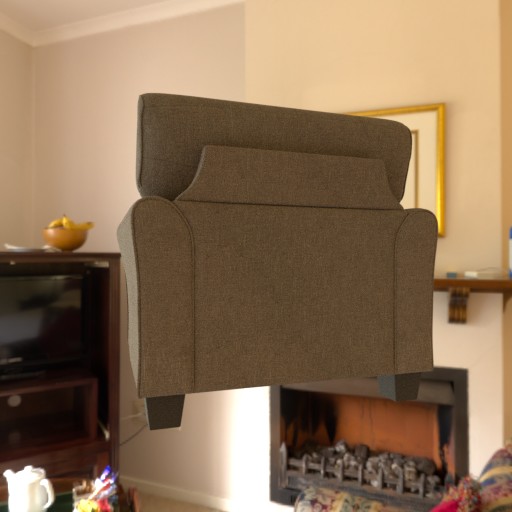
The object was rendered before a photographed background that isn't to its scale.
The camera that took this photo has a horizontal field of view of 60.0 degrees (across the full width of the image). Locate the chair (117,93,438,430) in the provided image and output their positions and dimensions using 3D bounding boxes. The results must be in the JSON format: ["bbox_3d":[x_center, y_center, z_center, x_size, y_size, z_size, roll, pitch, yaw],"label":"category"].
[{"bbox_3d":[0.000,0.000,1.586,0.941,0.890,0.816,0,-1,-18],"label":"chair"}]
